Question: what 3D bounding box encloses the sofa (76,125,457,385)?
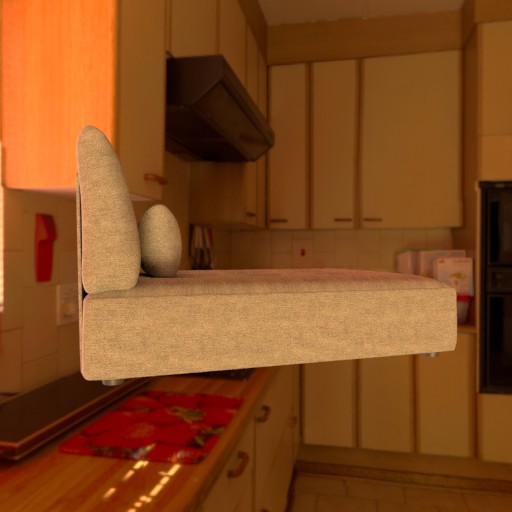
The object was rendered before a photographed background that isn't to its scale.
[{"bbox_3d":[0.000,0.000,1.993,1.450,0.820,0.930,0,1,-18],"label":"sofa"}]
